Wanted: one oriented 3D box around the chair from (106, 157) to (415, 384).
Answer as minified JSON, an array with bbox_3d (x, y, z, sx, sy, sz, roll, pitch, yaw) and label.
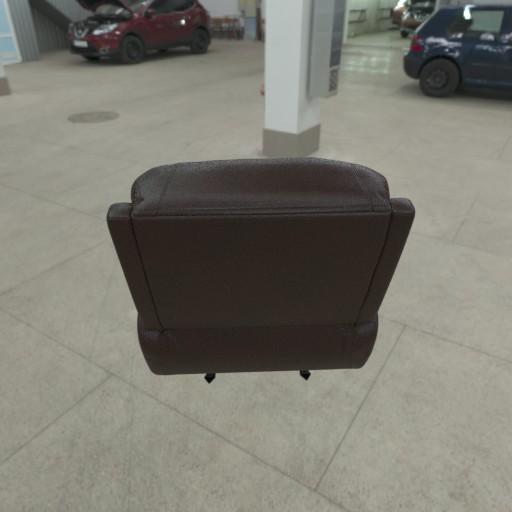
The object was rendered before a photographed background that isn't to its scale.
[{"bbox_3d":[0.000,0.000,1.800,0.930,1.011,0.899,-1,31,-2],"label":"chair"}]
